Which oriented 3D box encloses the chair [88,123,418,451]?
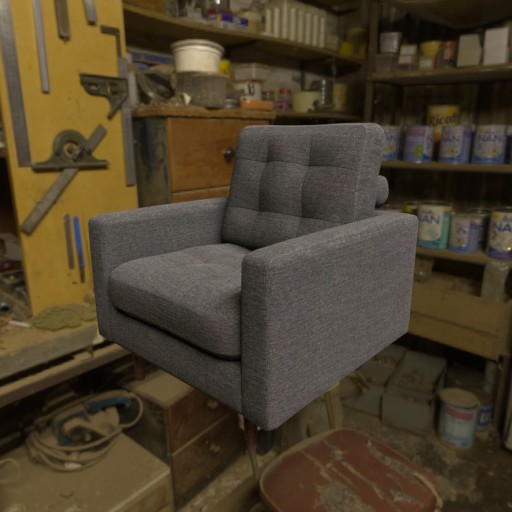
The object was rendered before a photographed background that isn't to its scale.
[{"bbox_3d":[0.000,0.000,1.528,0.821,0.880,0.843,13,20,41],"label":"chair"}]
